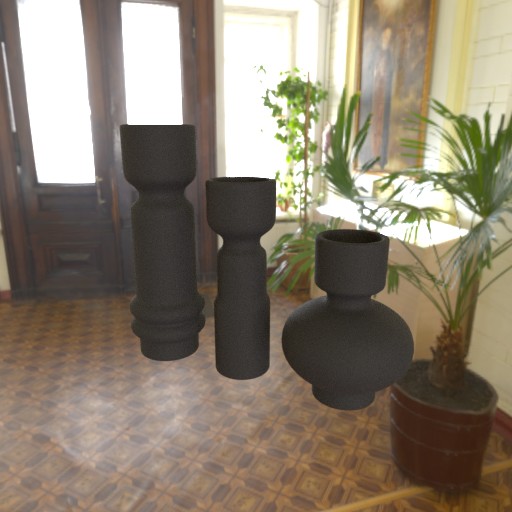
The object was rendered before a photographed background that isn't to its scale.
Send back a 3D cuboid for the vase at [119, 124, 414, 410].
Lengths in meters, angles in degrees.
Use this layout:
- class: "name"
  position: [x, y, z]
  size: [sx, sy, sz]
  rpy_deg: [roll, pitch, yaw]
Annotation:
- class: "vase"
  position: [0.000, 0.000, 0.434]
  size: [0.307, 0.249, 0.120]
  rpy_deg: [8, 17, 26]
